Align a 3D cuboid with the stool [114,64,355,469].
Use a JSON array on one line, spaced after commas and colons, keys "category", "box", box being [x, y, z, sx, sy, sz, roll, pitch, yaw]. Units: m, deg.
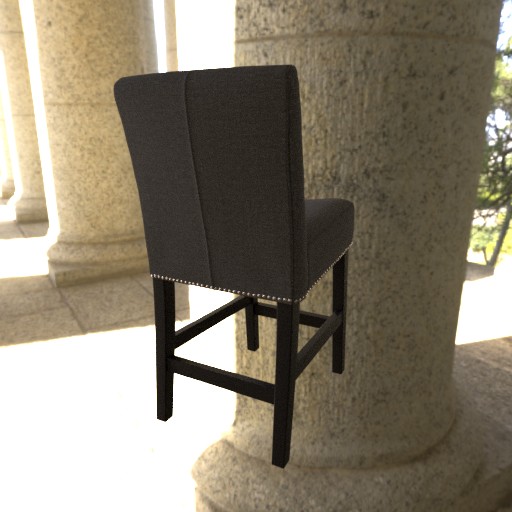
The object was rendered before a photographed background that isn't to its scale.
[{"category": "stool", "box": [0.000, 0.000, 1.202, 0.427, 0.885, 0.571, 8, 18, 27]}]
